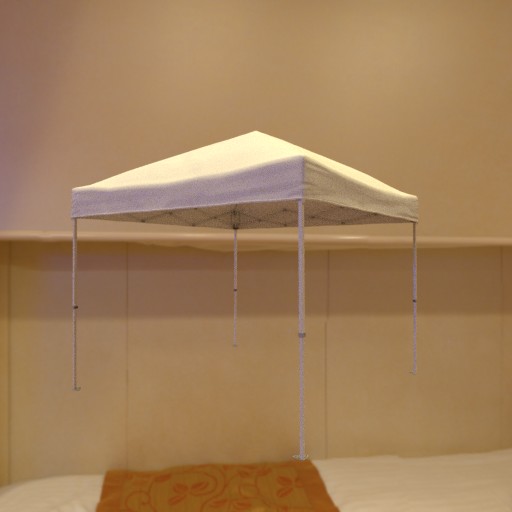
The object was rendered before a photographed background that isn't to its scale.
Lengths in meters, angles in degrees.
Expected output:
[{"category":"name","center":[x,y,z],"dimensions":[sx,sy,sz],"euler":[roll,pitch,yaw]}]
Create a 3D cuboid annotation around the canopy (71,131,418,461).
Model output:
[{"category":"canopy","center":[0.000,0.000,5.320],"dimensions":[2.996,2.997,2.998],"euler":[0,0,35]}]
